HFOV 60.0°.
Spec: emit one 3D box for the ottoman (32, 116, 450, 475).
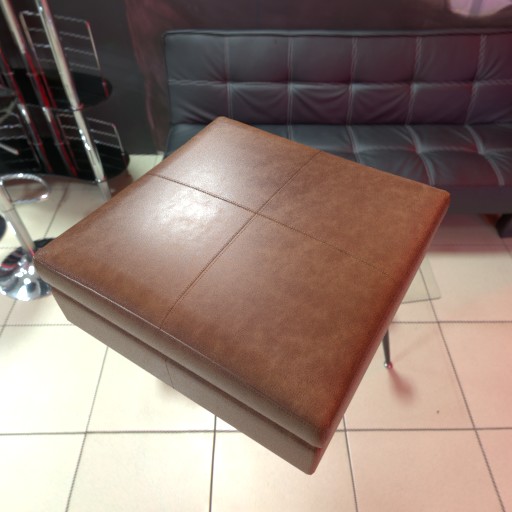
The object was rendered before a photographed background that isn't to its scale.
[{"bbox_3d":[0.000,0.000,1.807,1.169,0.483,1.168,25,52,22],"label":"ottoman"}]
